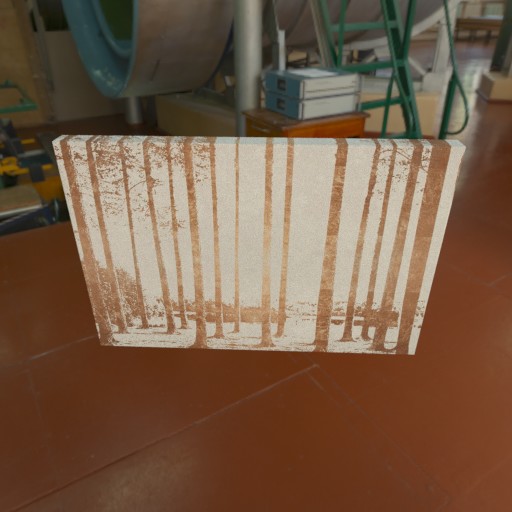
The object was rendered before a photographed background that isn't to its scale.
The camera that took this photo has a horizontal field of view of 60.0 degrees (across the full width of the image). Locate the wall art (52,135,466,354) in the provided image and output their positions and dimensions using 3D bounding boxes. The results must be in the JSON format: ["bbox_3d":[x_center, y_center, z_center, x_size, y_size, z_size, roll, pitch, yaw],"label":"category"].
[{"bbox_3d":[0.000,0.000,0.771,0.609,0.405,0.035,1,31,2],"label":"wall art"}]
